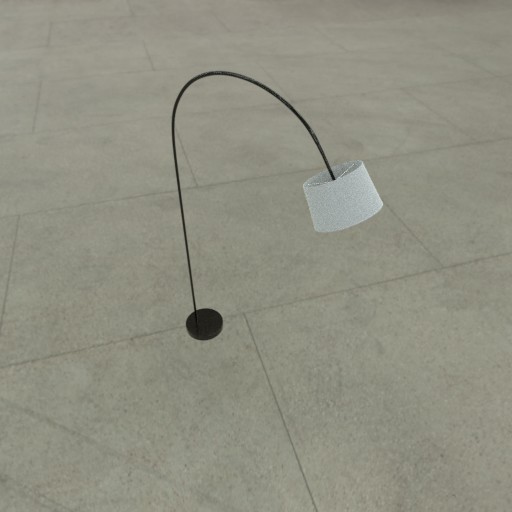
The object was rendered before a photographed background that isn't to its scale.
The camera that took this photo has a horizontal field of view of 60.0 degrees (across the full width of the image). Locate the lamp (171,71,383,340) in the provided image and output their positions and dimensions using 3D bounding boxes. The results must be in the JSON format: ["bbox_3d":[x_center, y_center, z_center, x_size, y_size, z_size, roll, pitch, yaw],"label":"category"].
[{"bbox_3d":[0.000,0.000,2.673,1.363,2.104,0.331,27,48,27],"label":"lamp"}]
